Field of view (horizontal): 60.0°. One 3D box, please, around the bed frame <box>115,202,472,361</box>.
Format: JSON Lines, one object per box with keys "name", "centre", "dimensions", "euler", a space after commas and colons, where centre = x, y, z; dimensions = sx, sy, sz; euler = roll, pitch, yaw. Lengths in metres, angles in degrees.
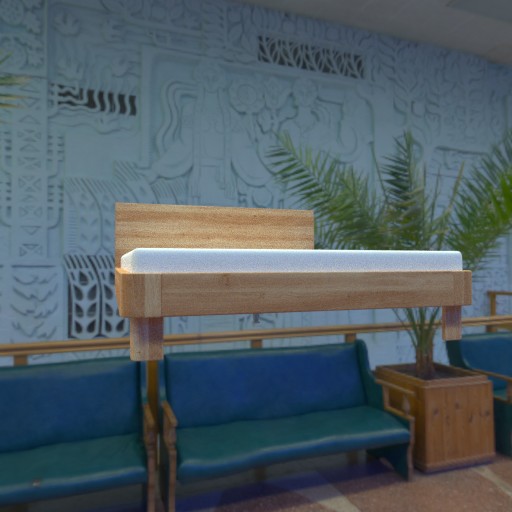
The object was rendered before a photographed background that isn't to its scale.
{"name": "bed frame", "centre": [0.000, 0.000, 3.123], "dimensions": [1.872, 0.940, 2.092], "euler": [0, -1, -18]}
